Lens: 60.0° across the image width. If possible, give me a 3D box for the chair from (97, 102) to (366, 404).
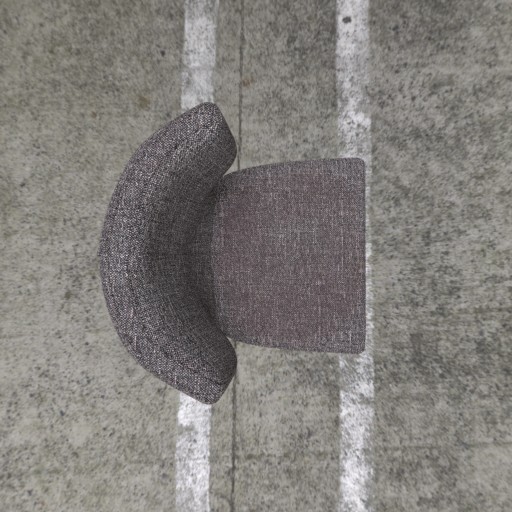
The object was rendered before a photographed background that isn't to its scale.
[{"bbox_3d":[0.000,0.000,1.268,0.617,0.824,0.611,0,89,3],"label":"chair"}]
